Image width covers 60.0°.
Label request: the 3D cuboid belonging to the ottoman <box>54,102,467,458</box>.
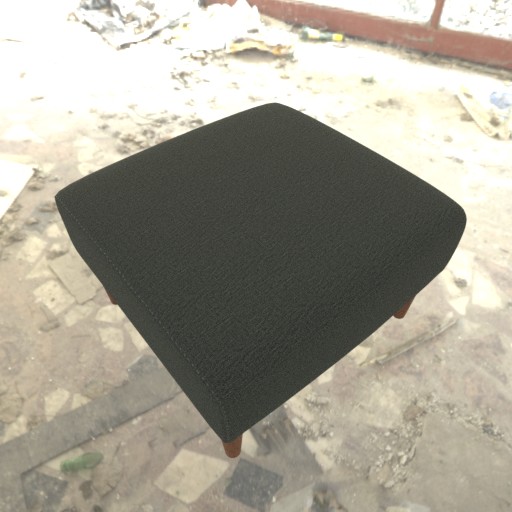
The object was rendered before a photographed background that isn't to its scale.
[{"bbox_3d":[0.000,0.000,1.047,0.650,0.398,0.649,-31,54,-26],"label":"ottoman"}]
